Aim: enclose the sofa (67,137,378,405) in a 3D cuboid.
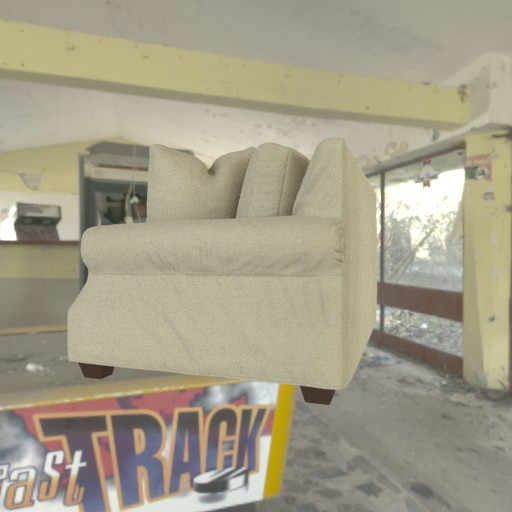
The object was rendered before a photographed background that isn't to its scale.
[{"bbox_3d":[0.000,0.000,2.166,1.070,0.905,1.550,0,1,19],"label":"sofa"}]
